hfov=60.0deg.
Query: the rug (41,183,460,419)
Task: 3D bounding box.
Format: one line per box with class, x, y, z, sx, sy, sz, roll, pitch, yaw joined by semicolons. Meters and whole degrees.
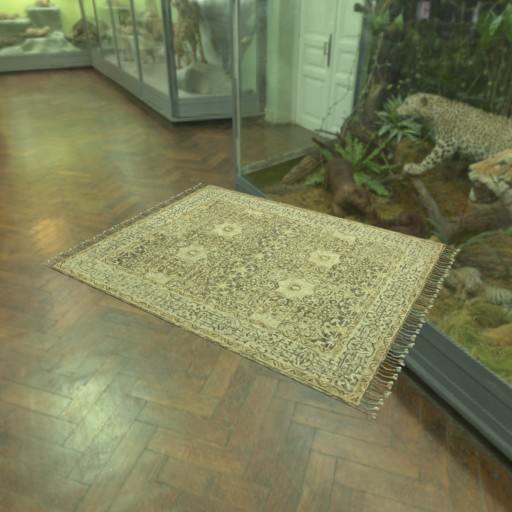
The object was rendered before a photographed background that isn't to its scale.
rug;0.000;0.000;4.293;3.291;0.017;2.431;18;35;27
